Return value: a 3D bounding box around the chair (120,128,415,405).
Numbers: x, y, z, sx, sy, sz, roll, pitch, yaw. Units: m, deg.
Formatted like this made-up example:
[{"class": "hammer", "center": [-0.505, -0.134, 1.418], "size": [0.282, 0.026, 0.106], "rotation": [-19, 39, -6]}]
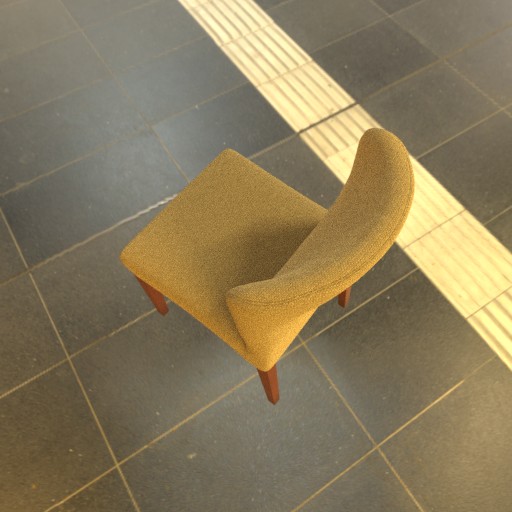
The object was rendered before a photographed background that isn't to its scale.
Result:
[{"class": "chair", "center": [0.000, 0.000, 1.194], "size": [0.589, 0.839, 0.491], "rotation": [34, 68, 16]}]
